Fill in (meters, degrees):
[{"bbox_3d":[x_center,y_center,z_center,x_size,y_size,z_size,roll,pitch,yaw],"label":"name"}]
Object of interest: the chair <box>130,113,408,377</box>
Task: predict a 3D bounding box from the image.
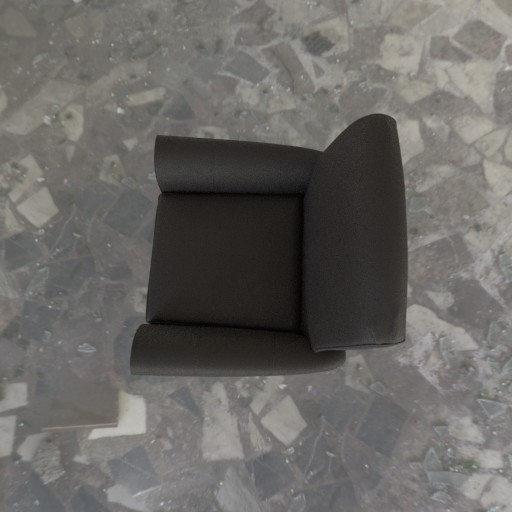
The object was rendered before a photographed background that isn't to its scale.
[{"bbox_3d":[0.000,0.000,1.806,0.902,1.061,0.978,2,75,1],"label":"chair"}]
